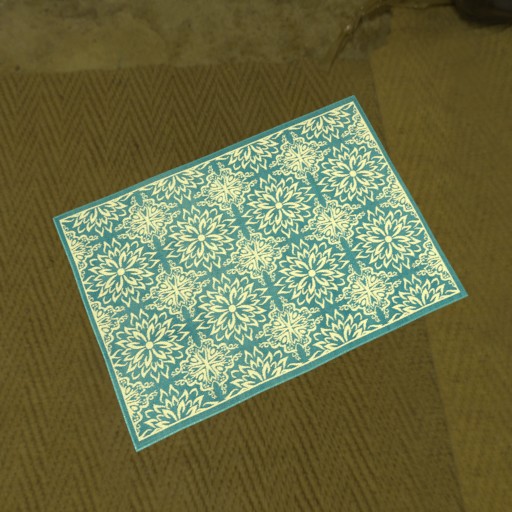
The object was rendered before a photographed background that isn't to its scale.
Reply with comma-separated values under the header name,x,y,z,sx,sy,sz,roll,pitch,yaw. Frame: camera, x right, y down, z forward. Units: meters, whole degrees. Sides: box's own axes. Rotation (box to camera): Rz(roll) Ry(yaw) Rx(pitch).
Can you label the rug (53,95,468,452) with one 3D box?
name,x,y,z,sx,sy,sz,roll,pitch,yaw
rug,0.000,0.000,2.822,2.205,0.012,1.554,-24,77,-6
